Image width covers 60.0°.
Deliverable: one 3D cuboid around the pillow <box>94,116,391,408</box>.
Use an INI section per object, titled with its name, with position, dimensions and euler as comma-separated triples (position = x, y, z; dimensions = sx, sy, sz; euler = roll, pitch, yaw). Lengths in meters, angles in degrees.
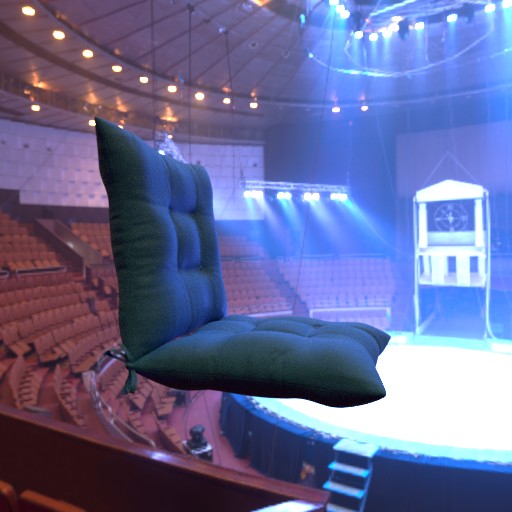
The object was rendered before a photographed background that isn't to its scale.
[pillow]
position = 0.000, 0.000, 1.006
dimensions = 0.585, 0.536, 0.541
euler = 0, 0, 17
